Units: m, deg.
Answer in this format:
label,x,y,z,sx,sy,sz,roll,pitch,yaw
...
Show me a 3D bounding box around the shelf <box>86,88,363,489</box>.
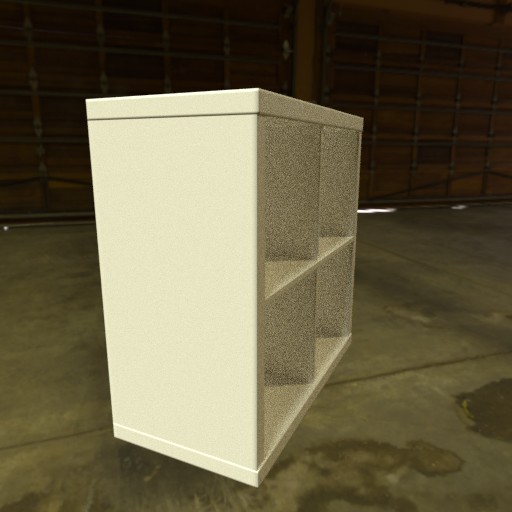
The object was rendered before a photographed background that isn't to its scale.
label,x,y,z,sx,sy,sz,roll,pitch,yaw
shelf,0.000,0.000,1.259,0.390,0.786,0.790,6,15,25
